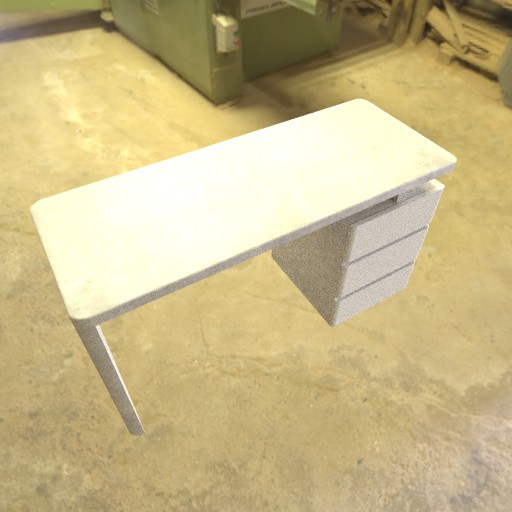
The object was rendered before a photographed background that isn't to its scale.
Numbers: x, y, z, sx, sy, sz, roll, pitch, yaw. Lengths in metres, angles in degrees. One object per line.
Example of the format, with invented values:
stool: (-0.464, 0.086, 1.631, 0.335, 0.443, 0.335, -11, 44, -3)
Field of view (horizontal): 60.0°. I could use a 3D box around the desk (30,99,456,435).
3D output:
desk: (0.000, 0.000, 1.792, 1.400, 0.755, 0.550, -23, 51, -21)
